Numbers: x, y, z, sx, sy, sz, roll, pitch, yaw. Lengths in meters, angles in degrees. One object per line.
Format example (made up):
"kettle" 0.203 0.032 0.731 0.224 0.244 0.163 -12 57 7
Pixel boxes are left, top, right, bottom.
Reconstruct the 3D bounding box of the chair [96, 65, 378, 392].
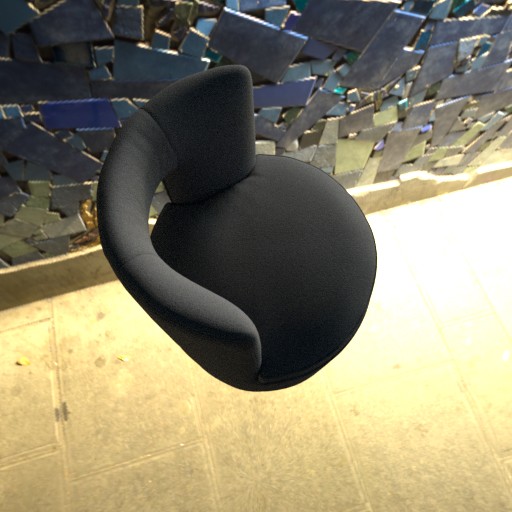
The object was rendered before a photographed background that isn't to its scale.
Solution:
"chair" 0.000 0.000 1.226 0.660 0.719 0.689 -1 63 -1
